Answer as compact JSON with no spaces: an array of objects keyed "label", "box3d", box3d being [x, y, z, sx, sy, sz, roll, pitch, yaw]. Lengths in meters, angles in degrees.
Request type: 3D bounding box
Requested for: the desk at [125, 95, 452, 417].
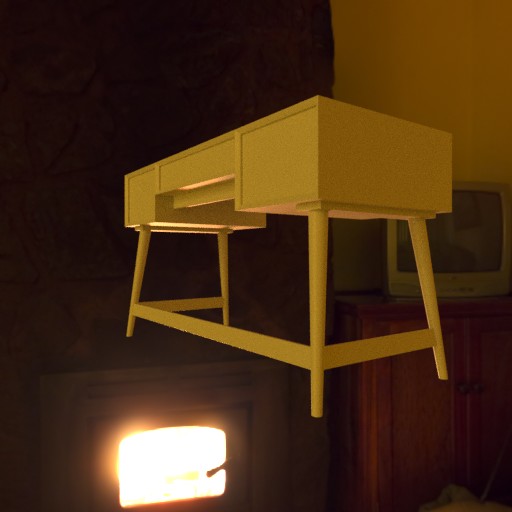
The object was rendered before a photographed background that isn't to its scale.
[{"label":"desk","box3d":[0.000,0.000,1.748,0.589,0.762,1.313,0,0,-36]}]
